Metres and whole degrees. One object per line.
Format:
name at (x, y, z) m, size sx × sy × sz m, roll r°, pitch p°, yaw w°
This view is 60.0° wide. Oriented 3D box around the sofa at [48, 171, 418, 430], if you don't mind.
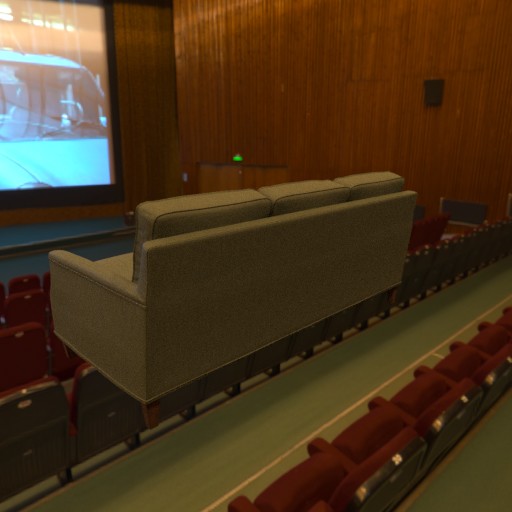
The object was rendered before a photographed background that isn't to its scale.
sofa at (0.000, 0.000, 2.846) m, size 2.246 × 1.003 × 1.084 m, roll -15°, pitch 22°, yaw -42°
